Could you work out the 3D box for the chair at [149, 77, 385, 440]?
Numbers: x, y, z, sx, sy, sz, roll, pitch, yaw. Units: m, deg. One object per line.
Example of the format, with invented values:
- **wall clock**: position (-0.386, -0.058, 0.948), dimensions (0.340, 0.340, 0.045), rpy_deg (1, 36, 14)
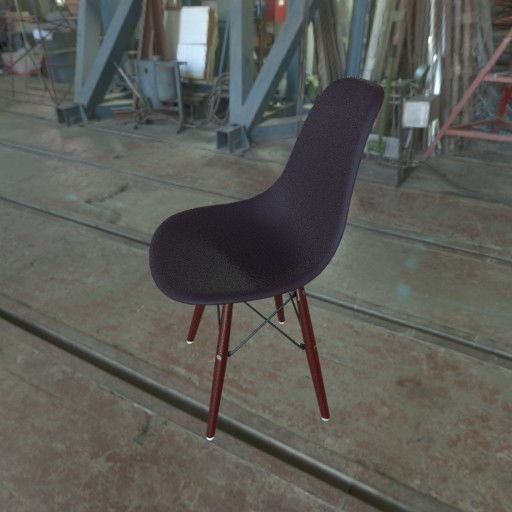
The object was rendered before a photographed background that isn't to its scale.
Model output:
- **chair**: position (0.000, 0.000, 1.139), dimensions (0.533, 0.826, 0.470), rpy_deg (-8, 32, -13)
